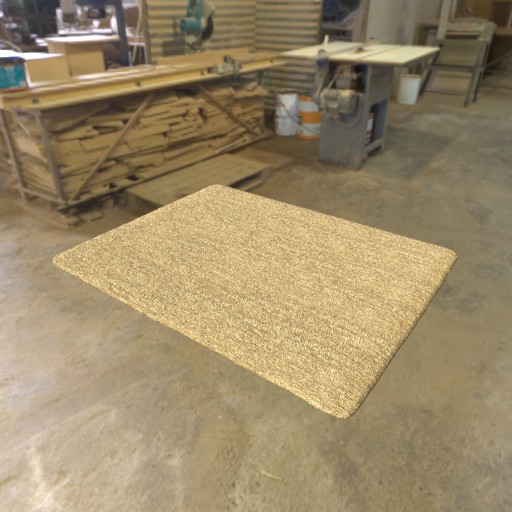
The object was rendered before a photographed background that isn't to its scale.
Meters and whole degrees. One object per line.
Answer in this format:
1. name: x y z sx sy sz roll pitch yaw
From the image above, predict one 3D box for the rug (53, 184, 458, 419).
1. rug: 0.000 0.000 3.854 2.873 0.050 2.242 20 36 31
